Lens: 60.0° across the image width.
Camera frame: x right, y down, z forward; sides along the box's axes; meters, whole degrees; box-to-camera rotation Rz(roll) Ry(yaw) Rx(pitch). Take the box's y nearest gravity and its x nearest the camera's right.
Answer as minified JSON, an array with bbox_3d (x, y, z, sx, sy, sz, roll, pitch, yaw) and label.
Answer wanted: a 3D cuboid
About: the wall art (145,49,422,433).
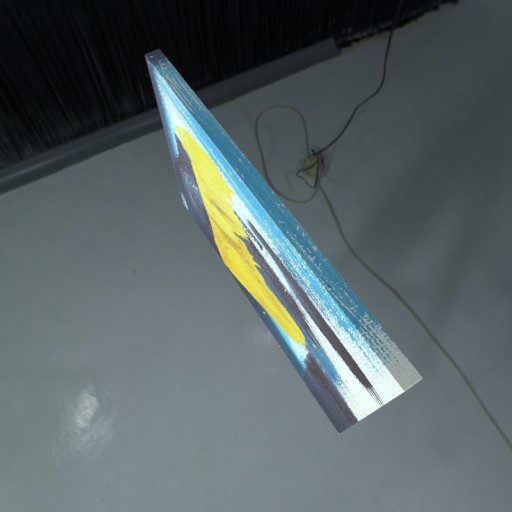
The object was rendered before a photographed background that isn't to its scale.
[{"bbox_3d":[0.000,0.000,1.138,0.039,0.610,0.914,-29,66,-14],"label":"wall art"}]
